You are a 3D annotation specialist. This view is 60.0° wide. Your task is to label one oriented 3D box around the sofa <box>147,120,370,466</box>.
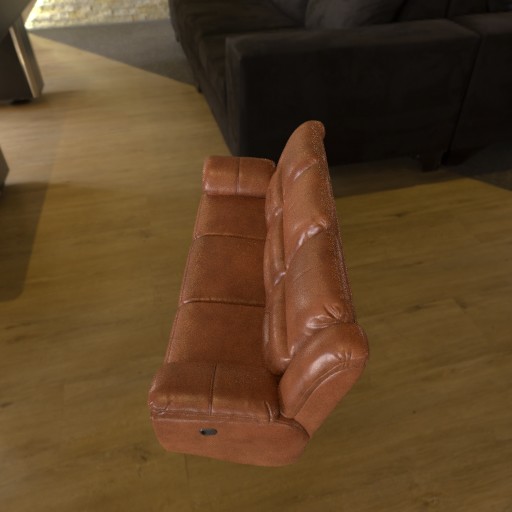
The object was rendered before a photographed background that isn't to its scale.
[{"bbox_3d":[0.000,0.000,2.873,0.991,1.043,2.337,1,41,1],"label":"sofa"}]
